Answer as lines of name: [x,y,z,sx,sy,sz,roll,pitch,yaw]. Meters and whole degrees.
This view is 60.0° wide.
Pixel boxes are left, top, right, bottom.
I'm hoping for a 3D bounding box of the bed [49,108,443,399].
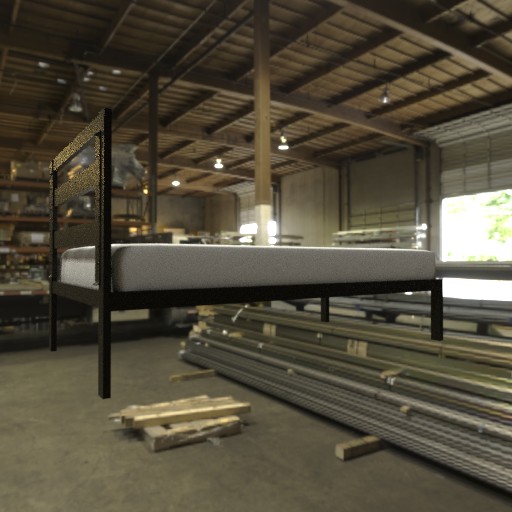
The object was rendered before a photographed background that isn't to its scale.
bed: [0.000,0.000,2.416,1.930,0.967,0.991,0,-1,-34]
